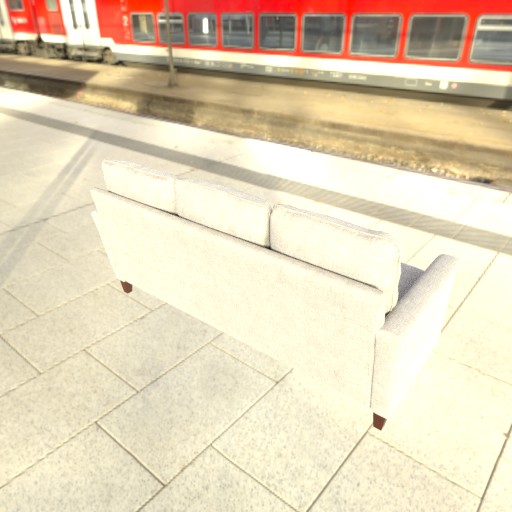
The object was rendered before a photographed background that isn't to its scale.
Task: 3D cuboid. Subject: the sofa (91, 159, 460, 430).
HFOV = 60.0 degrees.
[{"bbox_3d":[0.000,0.000,2.461,1.925,0.959,0.828,21,35,32],"label":"sofa"}]
